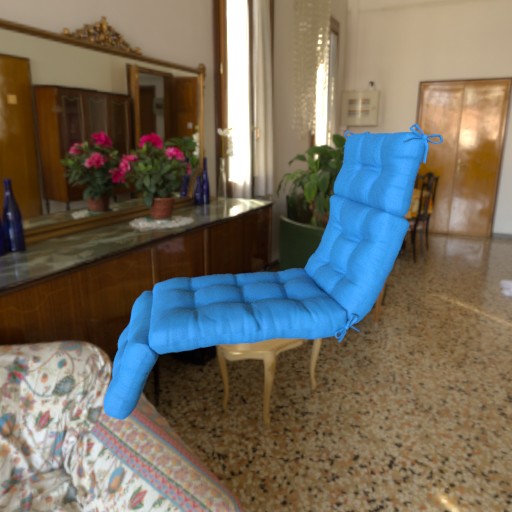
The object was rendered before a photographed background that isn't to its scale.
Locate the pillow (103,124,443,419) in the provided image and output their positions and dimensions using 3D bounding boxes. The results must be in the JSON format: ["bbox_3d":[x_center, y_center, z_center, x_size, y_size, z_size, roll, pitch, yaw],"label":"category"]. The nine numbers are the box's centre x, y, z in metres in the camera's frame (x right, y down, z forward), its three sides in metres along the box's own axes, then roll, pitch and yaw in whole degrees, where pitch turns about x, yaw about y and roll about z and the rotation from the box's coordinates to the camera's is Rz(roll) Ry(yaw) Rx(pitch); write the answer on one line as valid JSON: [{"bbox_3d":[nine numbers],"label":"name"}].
[{"bbox_3d":[0.000,0.000,1.525,1.016,0.863,0.526,-3,15,-11],"label":"pillow"}]
